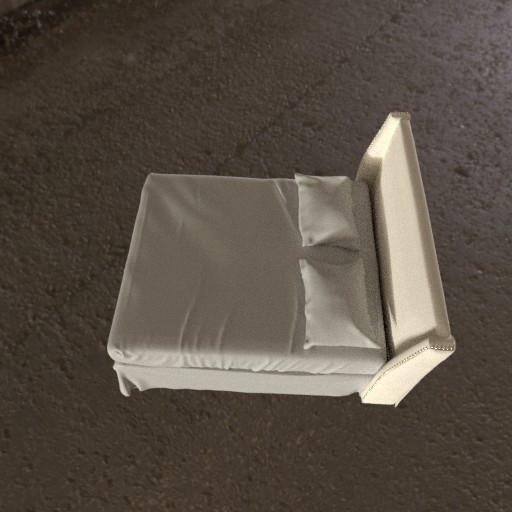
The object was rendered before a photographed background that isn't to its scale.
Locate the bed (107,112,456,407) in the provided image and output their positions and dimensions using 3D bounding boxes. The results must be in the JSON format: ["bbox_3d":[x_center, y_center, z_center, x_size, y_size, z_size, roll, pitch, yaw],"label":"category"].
[{"bbox_3d":[0.000,0.000,3.457,2.276,1.332,1.925,2,58,1],"label":"bed"}]
